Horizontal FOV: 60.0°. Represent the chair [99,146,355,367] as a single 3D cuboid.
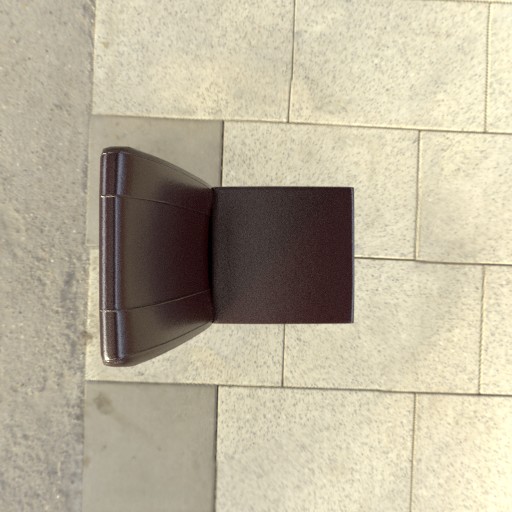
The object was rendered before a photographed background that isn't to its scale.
[{"bbox_3d":[0.000,0.000,1.211,0.556,0.897,0.399,0,90,-1],"label":"chair"}]
